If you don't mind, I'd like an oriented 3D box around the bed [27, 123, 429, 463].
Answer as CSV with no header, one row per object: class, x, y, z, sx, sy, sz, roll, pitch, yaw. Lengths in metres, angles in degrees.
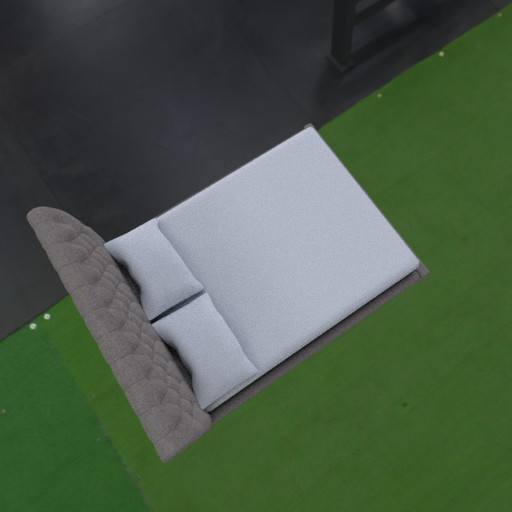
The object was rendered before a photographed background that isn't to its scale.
bed,0.000,0.000,3.272,2.252,1.371,1.645,-33,76,-9
